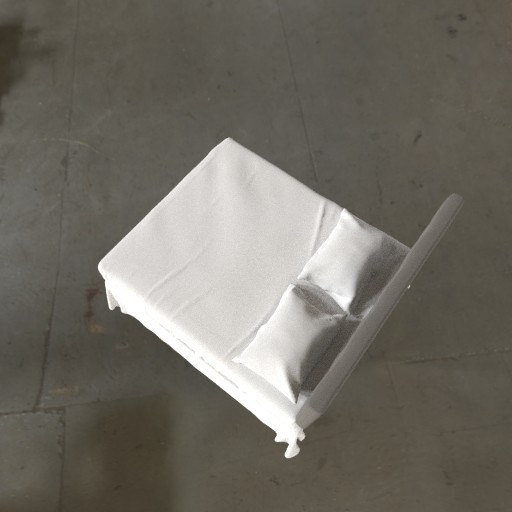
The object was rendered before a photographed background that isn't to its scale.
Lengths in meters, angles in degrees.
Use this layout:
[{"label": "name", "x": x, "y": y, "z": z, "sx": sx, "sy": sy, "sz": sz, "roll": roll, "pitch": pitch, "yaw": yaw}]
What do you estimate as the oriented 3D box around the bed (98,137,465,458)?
[{"label": "bed", "x": 0.000, "y": 0.000, "z": 3.443, "sx": 2.222, "sy": 1.577, "sz": 1.936, "roll": 35, "pitch": 69, "yaw": 16}]
